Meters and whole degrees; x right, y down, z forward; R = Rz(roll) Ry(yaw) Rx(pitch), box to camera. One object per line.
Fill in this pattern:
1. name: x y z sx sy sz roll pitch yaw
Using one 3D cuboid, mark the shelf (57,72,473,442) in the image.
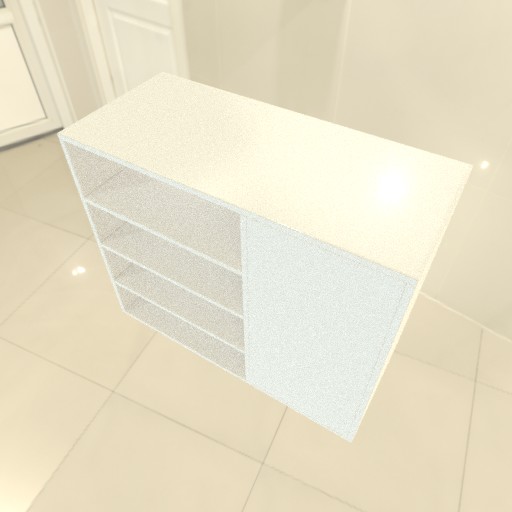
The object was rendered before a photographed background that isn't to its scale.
1. shelf: 0.000 0.000 1.299 0.895 0.732 0.396 24 51 21
